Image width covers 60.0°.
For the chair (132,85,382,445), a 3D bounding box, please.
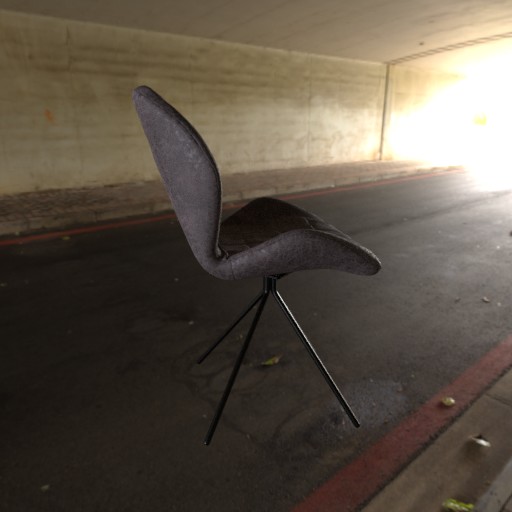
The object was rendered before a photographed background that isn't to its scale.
[{"bbox_3d":[0.000,0.000,1.310,0.640,0.934,0.527,-3,17,-9],"label":"chair"}]
